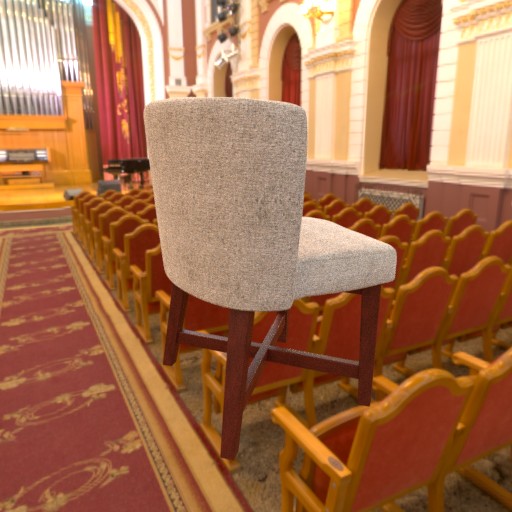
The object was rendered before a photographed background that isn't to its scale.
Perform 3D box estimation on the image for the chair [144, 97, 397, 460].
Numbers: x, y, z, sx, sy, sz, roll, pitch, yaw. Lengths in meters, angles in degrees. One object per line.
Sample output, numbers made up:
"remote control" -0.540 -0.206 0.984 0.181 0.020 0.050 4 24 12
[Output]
"chair" 0.000 0.000 1.279 0.575 0.827 0.728 -7 15 -26
